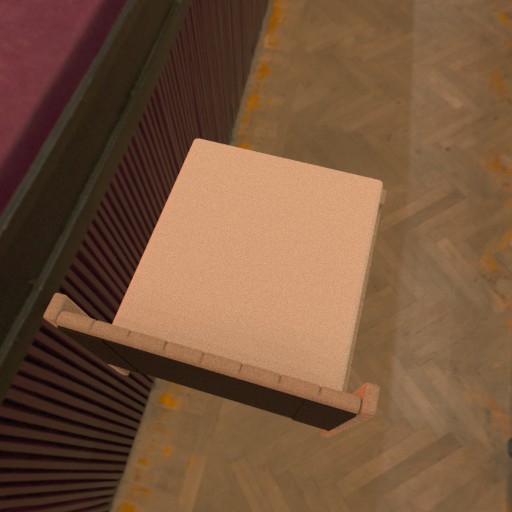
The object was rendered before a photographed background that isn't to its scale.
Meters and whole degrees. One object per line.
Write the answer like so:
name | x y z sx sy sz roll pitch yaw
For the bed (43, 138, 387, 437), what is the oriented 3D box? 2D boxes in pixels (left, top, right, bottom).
bed | 0.000 0.000 3.824 2.045 1.743 2.370 15 65 7
